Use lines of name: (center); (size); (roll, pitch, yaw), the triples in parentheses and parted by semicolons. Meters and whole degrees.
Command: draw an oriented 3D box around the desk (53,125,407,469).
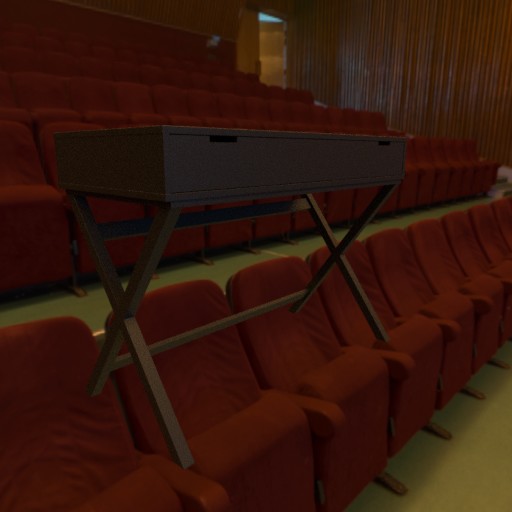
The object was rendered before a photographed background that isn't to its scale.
desk: (0.000, 0.000, 1.487); (0.504, 0.780, 1.057); (12, 18, 42)
